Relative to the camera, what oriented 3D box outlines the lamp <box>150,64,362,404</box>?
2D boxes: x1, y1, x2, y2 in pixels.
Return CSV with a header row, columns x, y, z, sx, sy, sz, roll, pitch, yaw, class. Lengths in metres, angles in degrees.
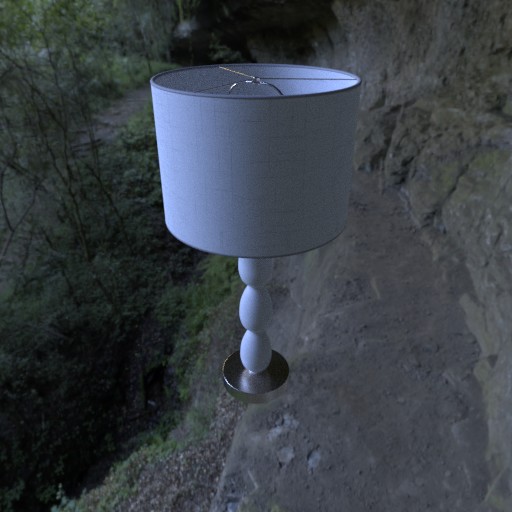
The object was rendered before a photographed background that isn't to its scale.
x,y,z,sx,sy,sz,roll,pitch,yaw,class
0.000,0.000,0.738,0.282,0.559,0.280,18,35,28,lamp
